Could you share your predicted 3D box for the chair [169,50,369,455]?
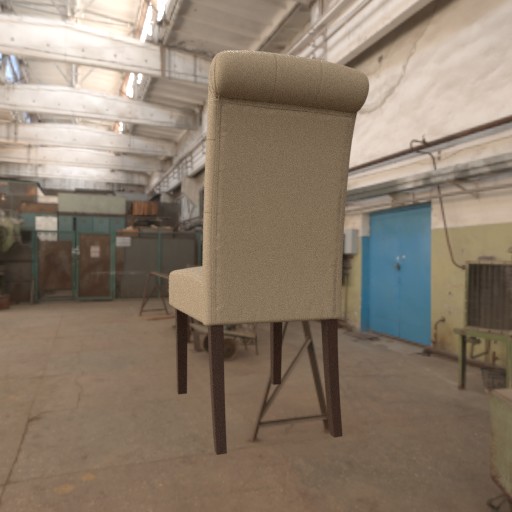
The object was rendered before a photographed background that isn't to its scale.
[{"bbox_3d":[0.000,0.000,1.391,0.456,1.006,0.671,0,0,-19],"label":"chair"}]
